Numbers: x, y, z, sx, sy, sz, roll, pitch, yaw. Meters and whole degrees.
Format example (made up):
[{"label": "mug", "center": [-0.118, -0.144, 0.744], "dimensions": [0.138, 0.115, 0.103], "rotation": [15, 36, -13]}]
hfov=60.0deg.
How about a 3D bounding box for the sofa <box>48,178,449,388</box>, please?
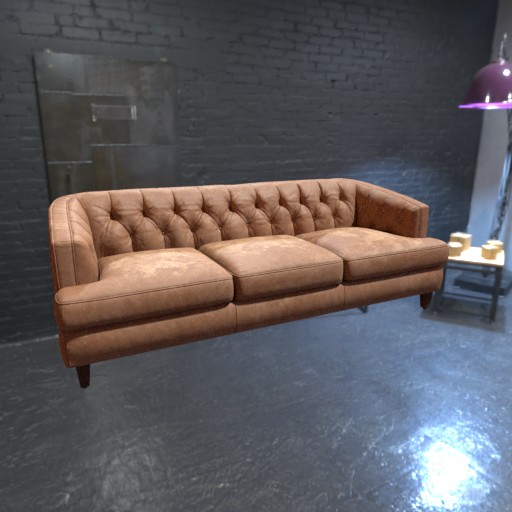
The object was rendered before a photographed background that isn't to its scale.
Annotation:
[{"label": "sofa", "center": [0.000, 0.000, 2.662], "dimensions": [2.257, 0.791, 0.922], "rotation": [-8, 17, -25]}]
